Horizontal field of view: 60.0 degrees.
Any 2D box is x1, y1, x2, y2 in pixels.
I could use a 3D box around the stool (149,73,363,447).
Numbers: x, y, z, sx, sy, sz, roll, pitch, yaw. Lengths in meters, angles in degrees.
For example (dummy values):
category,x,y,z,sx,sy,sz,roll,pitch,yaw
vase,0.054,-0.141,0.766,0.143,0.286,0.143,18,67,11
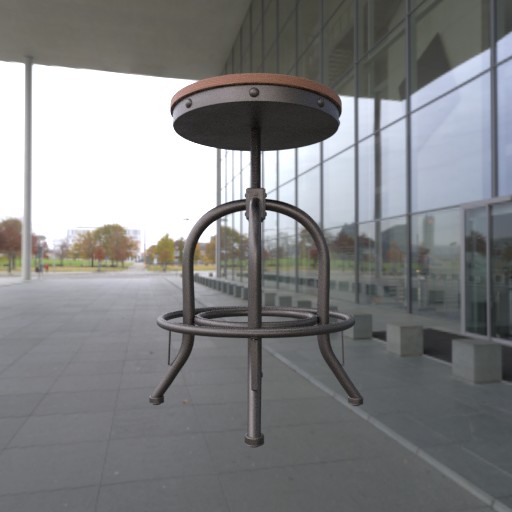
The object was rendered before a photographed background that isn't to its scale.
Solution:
category,x,y,z,sx,sy,sz,roll,pitch,yaw
stool,0.000,0.000,0.913,0.439,0.609,0.439,0,-1,1
